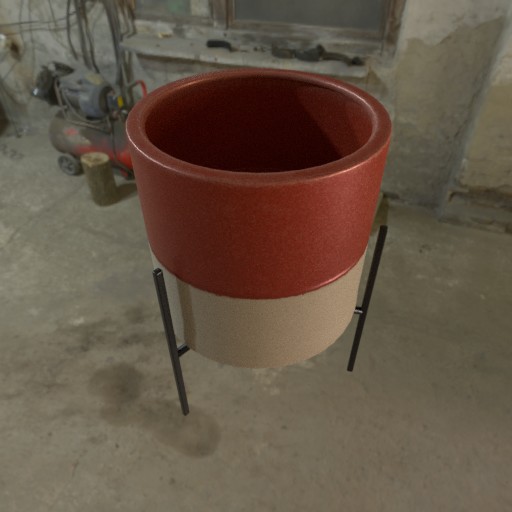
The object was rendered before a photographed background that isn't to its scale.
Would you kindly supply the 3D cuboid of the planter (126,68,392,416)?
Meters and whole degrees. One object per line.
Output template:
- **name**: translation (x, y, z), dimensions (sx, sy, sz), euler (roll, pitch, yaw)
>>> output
- **planter**: translation (0.000, 0.000, 0.516), dimensions (0.235, 0.354, 0.251), euler (-11, 43, -12)
